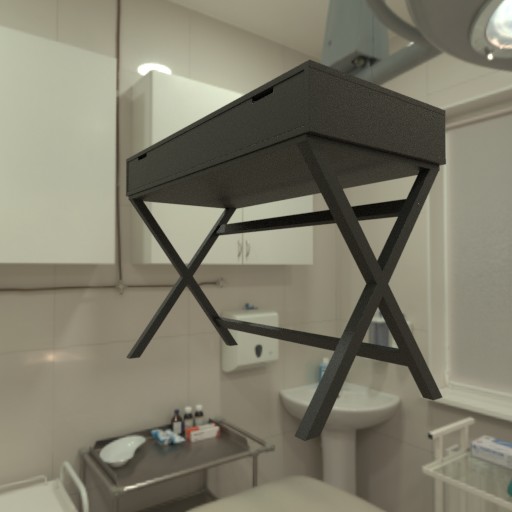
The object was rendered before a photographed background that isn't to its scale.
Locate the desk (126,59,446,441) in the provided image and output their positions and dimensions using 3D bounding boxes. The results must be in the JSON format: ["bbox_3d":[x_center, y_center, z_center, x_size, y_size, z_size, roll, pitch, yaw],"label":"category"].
[{"bbox_3d":[0.000,0.000,1.474,0.504,0.780,1.057,1,-2,-36],"label":"desk"}]
